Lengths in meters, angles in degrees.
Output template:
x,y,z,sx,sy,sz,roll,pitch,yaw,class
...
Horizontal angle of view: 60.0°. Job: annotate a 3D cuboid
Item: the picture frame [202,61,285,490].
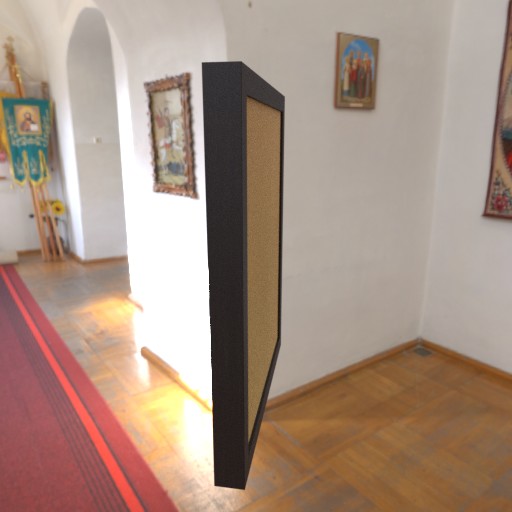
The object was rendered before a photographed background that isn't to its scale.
x,y,z,sx,sy,sz,roll,pitch,yaw,class
0.000,0.000,0.766,0.044,0.555,0.452,3,15,9,picture frame
